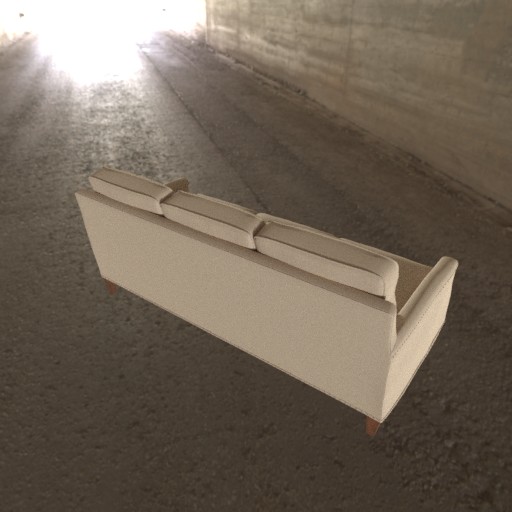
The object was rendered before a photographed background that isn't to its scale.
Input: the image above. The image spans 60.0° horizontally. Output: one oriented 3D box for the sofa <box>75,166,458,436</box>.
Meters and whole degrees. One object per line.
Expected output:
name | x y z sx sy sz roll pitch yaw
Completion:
sofa | 0.000 0.000 2.868 2.246 1.003 1.084 21 36 31
